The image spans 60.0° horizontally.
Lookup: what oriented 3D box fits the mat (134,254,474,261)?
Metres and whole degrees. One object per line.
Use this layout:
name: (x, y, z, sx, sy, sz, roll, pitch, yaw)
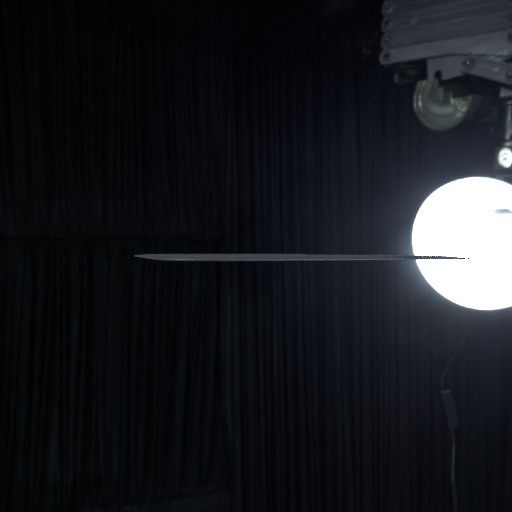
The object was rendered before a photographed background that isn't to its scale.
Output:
mat: (0.000, 0.000, 1.827, 0.918, 0.013, 1.524, 0, 0, -18)
